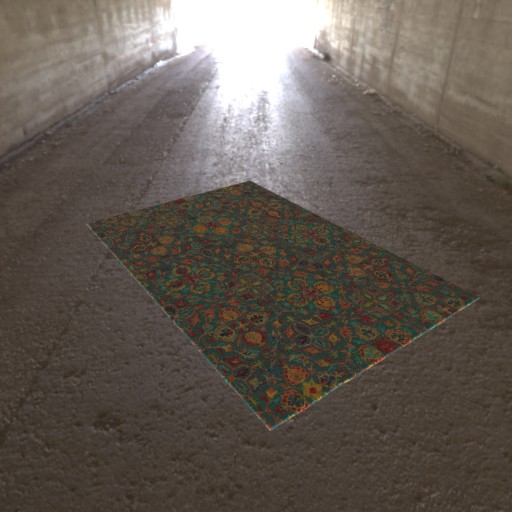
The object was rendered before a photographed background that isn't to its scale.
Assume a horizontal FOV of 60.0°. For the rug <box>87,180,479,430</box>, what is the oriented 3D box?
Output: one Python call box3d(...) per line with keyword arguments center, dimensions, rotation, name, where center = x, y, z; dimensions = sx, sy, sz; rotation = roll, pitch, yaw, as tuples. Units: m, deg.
box3d(center=(0.000, 0.000, 2.961), dimensions=(1.527, 0.016, 2.290), rotation=(-20, 36, -30), name="rug")
